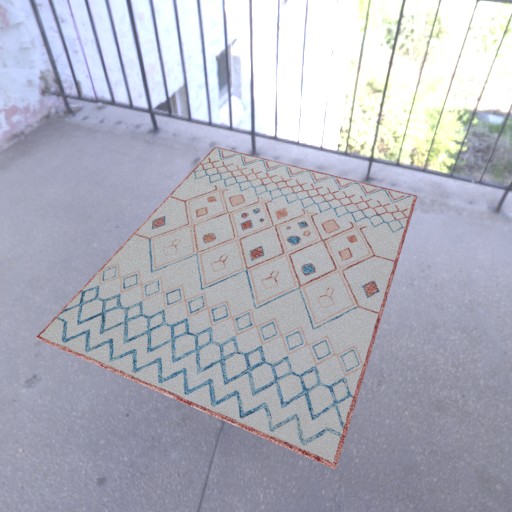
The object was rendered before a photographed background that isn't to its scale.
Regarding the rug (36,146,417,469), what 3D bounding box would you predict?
[{"bbox_3d":[0.000,0.000,4.113,2.441,0.016,3.050,17,48,16],"label":"rug"}]
